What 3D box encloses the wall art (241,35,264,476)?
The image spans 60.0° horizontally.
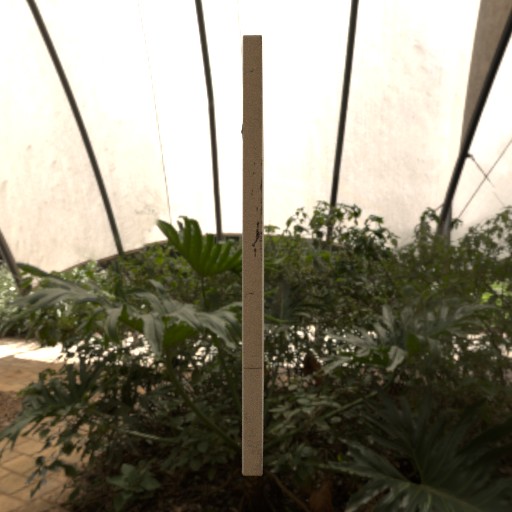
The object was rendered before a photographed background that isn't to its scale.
[{"bbox_3d":[0.000,0.000,1.140,0.038,0.762,0.762,0,0,1],"label":"wall art"}]
